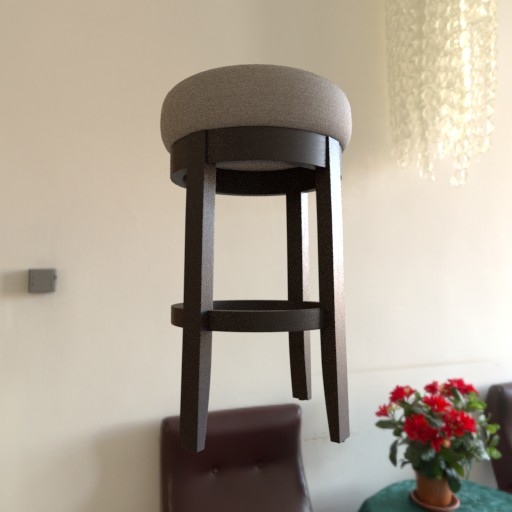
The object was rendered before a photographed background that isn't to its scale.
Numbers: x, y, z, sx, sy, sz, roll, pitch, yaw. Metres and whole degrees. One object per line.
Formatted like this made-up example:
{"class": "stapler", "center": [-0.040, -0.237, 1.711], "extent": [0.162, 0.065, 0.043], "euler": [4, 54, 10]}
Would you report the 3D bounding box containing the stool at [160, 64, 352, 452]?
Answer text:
{"class": "stool", "center": [0.000, 0.000, 1.035], "extent": [0.443, 0.757, 0.443], "euler": [0, -2, 0]}
